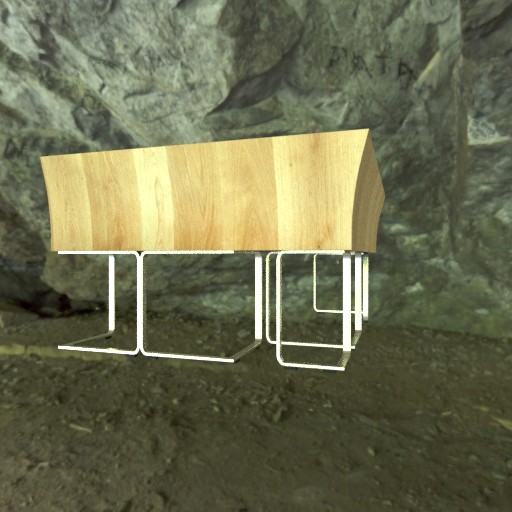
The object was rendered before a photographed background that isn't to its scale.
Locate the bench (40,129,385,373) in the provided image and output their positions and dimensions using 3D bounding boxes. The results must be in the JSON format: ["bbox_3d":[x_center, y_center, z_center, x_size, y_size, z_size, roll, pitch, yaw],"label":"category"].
[{"bbox_3d":[0.000,0.000,2.768,1.495,0.930,1.945,0,0,18],"label":"bench"}]
